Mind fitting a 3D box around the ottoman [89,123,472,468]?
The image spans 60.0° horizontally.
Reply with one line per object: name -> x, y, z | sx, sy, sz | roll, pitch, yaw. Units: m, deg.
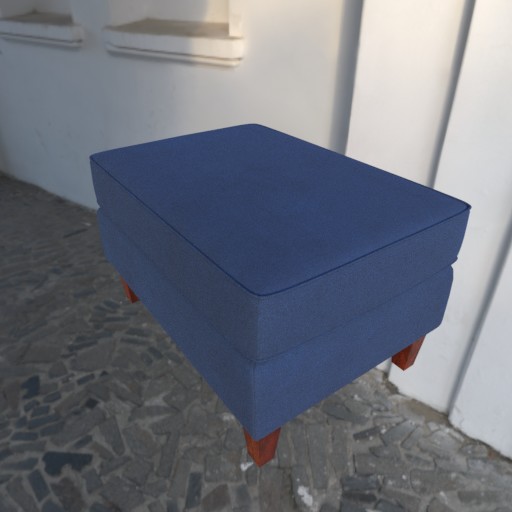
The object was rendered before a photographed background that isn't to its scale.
ottoman -> 0.000, 0.000, 1.386 | 0.686, 0.584, 0.965 | -21, 37, -30
